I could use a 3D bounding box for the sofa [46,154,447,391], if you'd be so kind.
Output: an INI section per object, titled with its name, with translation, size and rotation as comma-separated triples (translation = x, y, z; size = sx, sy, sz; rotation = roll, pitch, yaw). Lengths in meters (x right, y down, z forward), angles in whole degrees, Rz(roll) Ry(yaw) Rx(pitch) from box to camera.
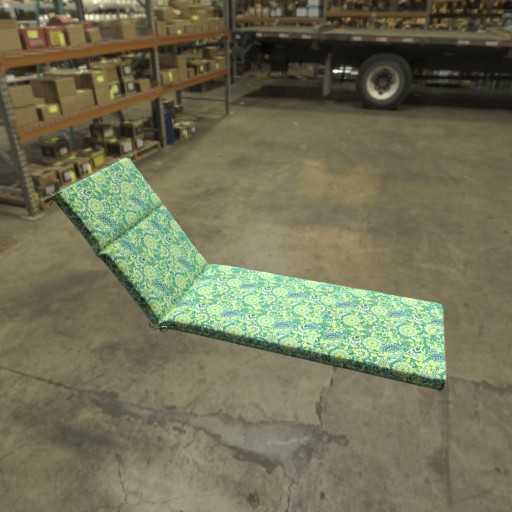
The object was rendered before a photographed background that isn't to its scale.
[sofa]
translation = 0.000, 0.000, 1.953
size = 1.663, 0.622, 0.582
rotation = 9, 31, 16
